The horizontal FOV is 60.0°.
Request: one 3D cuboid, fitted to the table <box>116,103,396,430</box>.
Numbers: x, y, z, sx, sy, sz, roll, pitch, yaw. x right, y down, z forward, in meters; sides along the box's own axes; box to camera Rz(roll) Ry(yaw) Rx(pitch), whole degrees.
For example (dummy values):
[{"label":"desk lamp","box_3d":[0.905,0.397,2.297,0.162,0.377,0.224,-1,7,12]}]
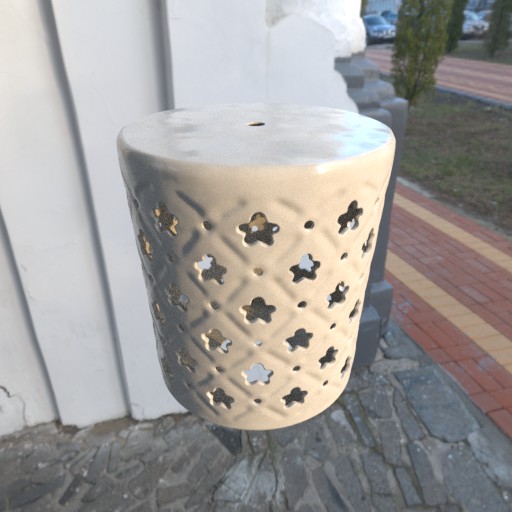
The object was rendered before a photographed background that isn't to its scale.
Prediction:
[{"label":"table","box_3d":[0.000,0.000,0.661,0.352,0.387,0.352,0,29,0]}]
